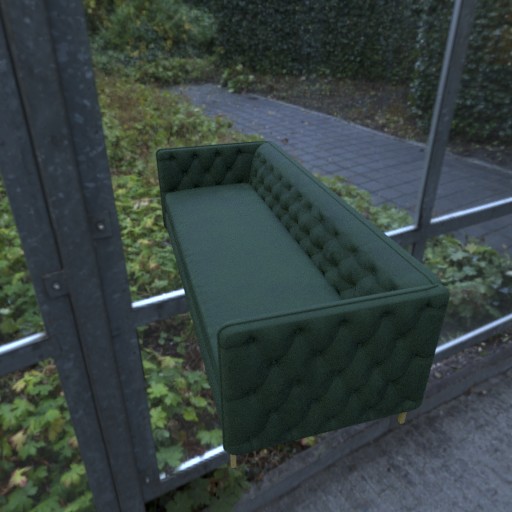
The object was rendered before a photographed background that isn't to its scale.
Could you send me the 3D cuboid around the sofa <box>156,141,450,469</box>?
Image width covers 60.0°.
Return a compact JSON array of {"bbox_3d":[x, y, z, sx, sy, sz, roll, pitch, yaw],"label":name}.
[{"bbox_3d":[0.000,0.000,2.605,0.895,0.771,2.209,-8,31,-14],"label":"sofa"}]
